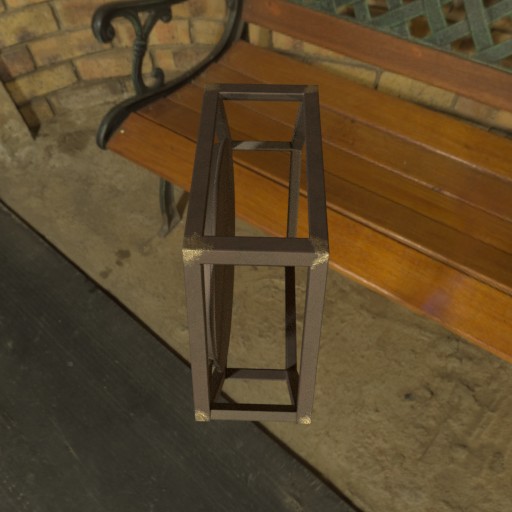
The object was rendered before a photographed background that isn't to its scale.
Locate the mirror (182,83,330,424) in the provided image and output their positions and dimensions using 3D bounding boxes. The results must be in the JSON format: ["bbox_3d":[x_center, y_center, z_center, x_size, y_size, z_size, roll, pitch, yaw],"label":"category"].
[{"bbox_3d":[0.000,0.000,0.530,0.119,0.334,0.380,1,58,1],"label":"mirror"}]
